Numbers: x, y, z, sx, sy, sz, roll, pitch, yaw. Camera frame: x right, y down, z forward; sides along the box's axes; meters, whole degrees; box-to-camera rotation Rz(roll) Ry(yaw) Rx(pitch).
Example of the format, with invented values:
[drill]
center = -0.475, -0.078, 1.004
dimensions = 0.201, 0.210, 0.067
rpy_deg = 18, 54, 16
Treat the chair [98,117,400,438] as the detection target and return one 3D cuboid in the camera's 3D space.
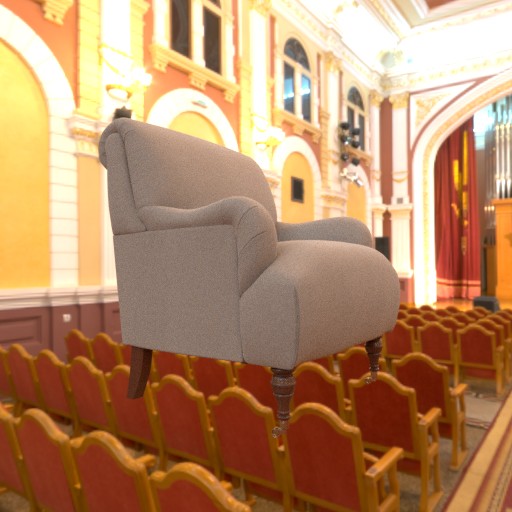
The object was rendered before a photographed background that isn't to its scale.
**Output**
[chair]
center = 0.000, 0.000, 1.563
dimensions = 0.842, 0.942, 0.766
rpy_deg = 0, -1, 36
